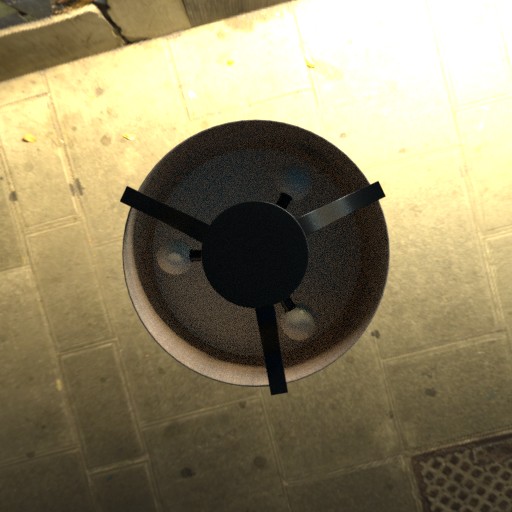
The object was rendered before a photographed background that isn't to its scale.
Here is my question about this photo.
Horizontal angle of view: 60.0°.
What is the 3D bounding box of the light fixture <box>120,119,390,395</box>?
[{"bbox_3d":[0.000,0.000,0.667,0.390,0.306,0.390,0,91,0],"label":"light fixture"}]
